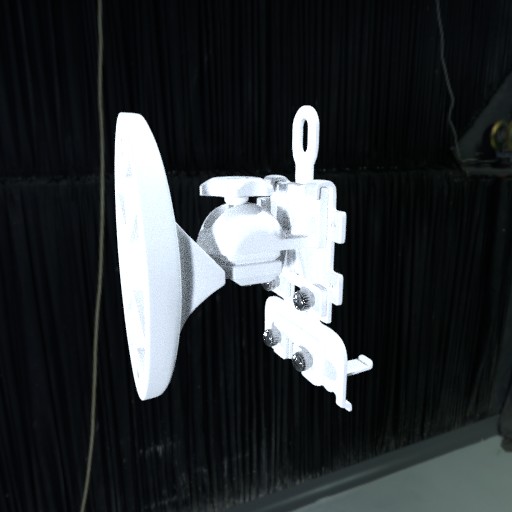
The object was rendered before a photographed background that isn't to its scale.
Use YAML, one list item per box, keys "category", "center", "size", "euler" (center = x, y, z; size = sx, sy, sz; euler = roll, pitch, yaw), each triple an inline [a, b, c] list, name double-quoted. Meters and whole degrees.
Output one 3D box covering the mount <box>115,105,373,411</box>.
- category: "mount"
  center: [0.000, 0.000, 0.180]
  size: [0.100, 0.118, 0.066]
  euler: [-6, 15, -25]
